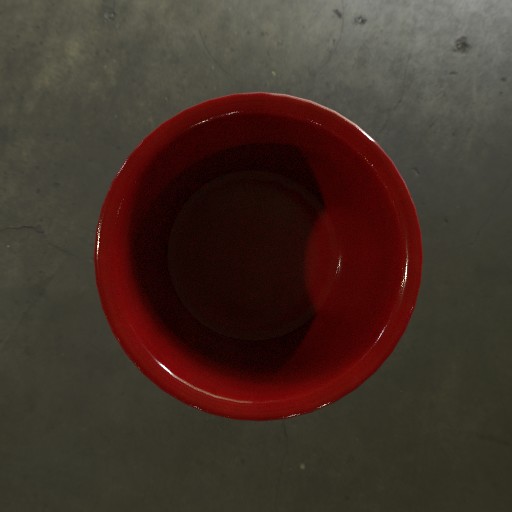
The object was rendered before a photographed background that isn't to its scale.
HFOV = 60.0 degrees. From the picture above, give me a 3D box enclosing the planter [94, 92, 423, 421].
[{"bbox_3d":[0.000,0.000,0.405,0.230,0.202,0.230,0,91,-2],"label":"planter"}]
